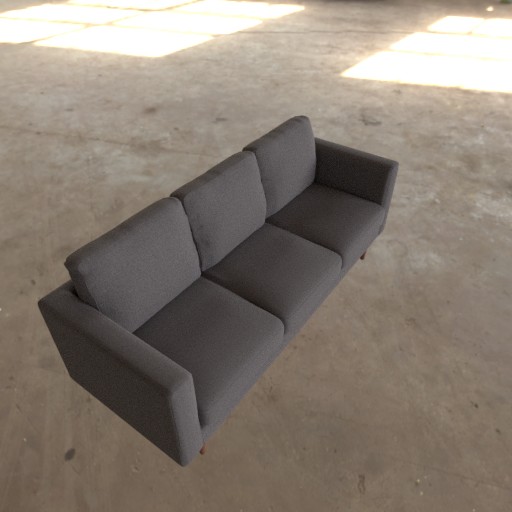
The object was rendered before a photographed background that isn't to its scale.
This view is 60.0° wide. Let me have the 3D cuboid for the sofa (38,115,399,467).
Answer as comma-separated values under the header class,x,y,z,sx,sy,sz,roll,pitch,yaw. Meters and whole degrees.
class,x,y,z,sx,sy,sz,roll,pitch,yaw
sofa,0.000,0.000,2.434,0.802,0.912,2.029,25,46,26
